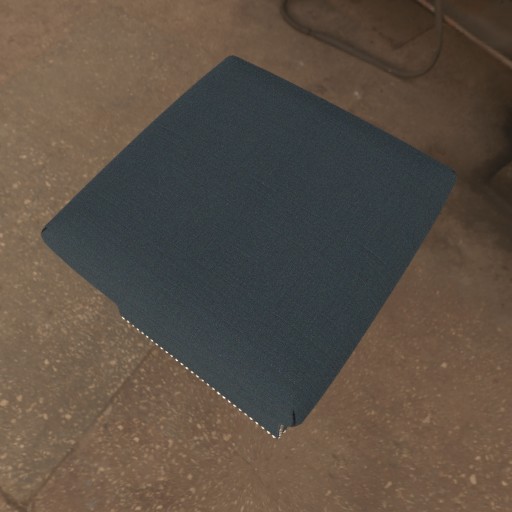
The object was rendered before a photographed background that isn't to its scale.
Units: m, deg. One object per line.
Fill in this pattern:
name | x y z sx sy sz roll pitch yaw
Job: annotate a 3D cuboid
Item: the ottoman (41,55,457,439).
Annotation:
ottoman | 0.000 0.000 0.881 0.497 0.475 0.507 34 69 15
